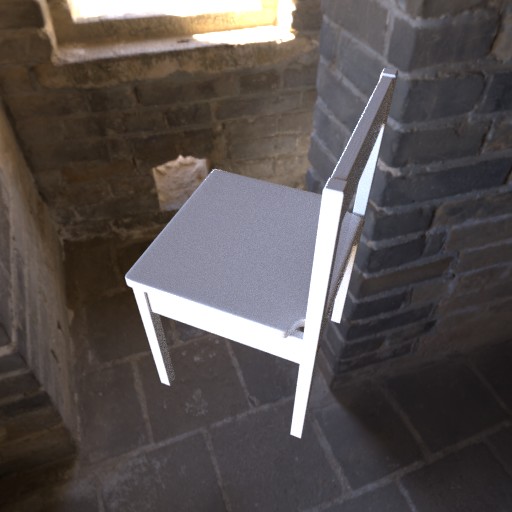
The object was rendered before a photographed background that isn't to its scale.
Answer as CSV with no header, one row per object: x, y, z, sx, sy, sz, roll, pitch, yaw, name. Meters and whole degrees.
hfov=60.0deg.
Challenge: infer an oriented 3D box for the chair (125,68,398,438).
0.000,0.000,0.891,0.361,0.668,0.367,16,48,15,chair
